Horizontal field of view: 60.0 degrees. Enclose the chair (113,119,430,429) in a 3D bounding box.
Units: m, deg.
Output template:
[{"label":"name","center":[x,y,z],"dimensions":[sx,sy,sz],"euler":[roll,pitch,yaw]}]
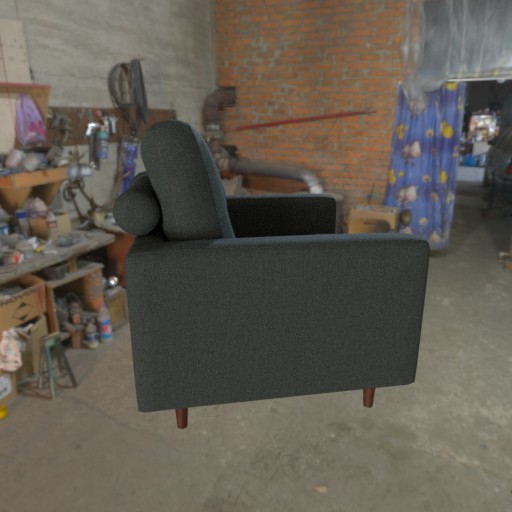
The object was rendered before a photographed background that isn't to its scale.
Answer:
[{"label":"chair","center":[0.000,0.000,1.506],"dimensions":[0.843,0.880,0.821],"euler":[-3,17,-10]}]
